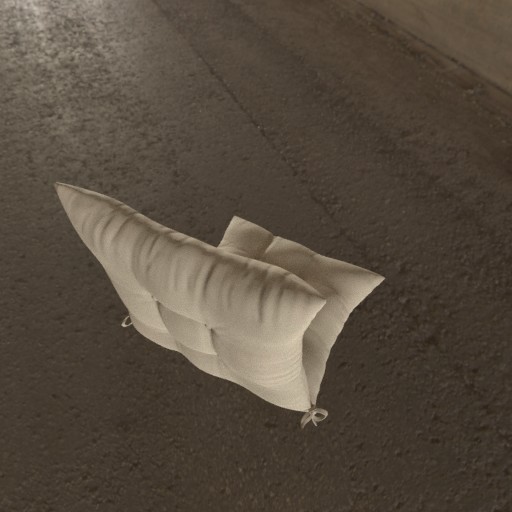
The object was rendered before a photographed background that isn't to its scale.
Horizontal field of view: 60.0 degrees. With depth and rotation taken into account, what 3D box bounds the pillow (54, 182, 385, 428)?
[{"bbox_3d":[0.000,0.000,1.001,0.541,0.536,0.585,23,50,21],"label":"pillow"}]
